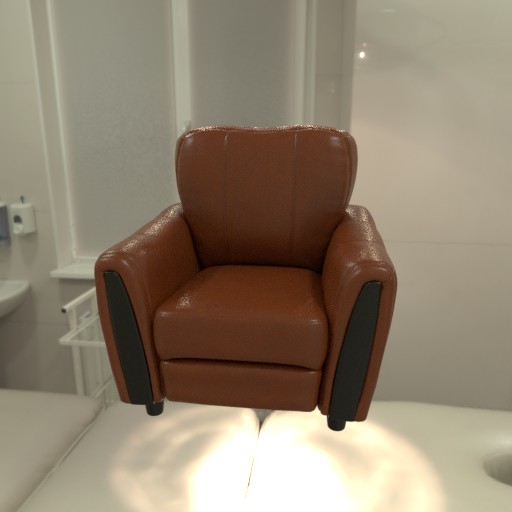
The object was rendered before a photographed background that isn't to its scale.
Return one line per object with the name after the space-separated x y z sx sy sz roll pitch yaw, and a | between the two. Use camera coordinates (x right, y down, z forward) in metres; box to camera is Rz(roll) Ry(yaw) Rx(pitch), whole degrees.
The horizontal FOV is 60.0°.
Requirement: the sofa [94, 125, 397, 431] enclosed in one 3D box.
0.000 0.000 1.515 0.836 0.876 0.789 2 14 7 | sofa
